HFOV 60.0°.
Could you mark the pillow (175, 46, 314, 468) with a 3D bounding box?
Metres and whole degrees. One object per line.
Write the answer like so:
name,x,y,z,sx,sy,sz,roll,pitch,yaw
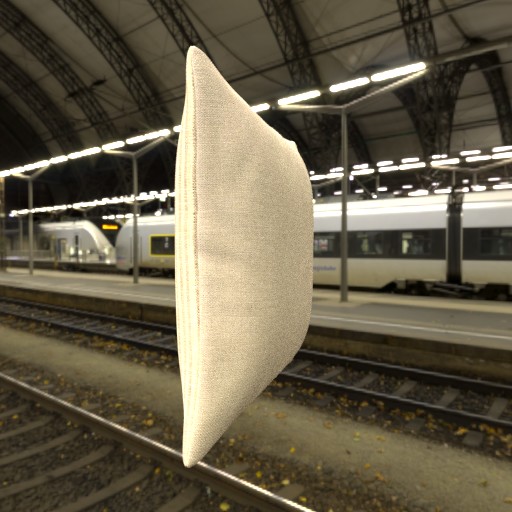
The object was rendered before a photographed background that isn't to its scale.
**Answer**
pillow,0.000,0.000,0.779,0.166,0.510,0.523,0,1,18
